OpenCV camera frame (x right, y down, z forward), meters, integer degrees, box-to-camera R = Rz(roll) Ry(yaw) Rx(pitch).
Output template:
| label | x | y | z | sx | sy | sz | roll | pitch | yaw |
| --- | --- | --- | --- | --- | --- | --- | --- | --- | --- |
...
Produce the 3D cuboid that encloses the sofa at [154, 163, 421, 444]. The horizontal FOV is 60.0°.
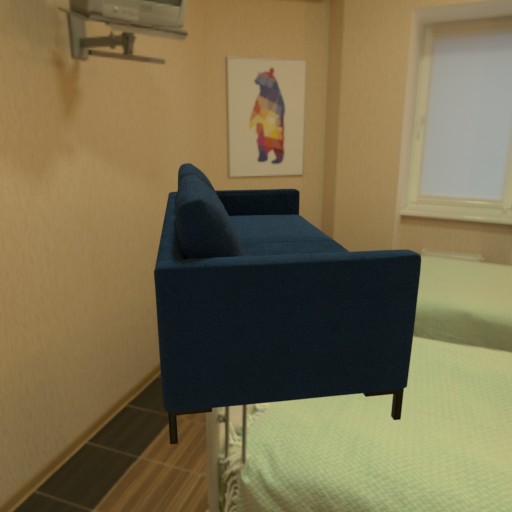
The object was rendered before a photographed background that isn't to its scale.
| label | x | y | z | sx | sy | sz | roll | pitch | yaw |
| --- | --- | --- | --- | --- | --- | --- | --- | --- | --- |
| sofa | 0.000 | 0.000 | 2.196 | 0.875 | 0.817 | 1.676 | -3 | 16 | -9 |
